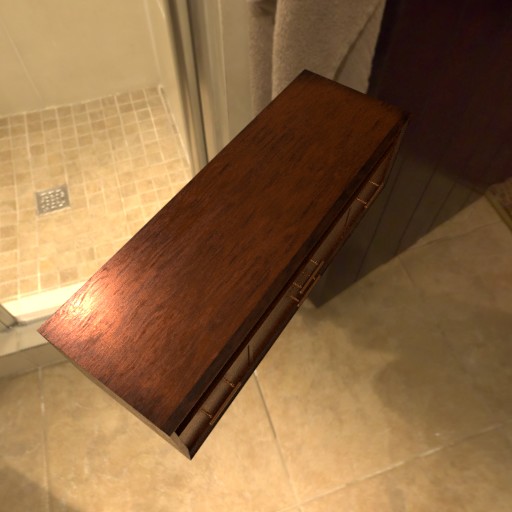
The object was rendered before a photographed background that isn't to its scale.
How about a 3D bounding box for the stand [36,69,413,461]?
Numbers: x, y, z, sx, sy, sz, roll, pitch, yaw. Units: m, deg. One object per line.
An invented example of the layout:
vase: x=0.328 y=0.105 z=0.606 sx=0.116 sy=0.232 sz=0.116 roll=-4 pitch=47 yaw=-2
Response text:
stand: x=0.000 y=0.000 z=1.671 sx=0.481 sy=0.610 sz=1.372 roll=31 pitch=63 yaw=18
